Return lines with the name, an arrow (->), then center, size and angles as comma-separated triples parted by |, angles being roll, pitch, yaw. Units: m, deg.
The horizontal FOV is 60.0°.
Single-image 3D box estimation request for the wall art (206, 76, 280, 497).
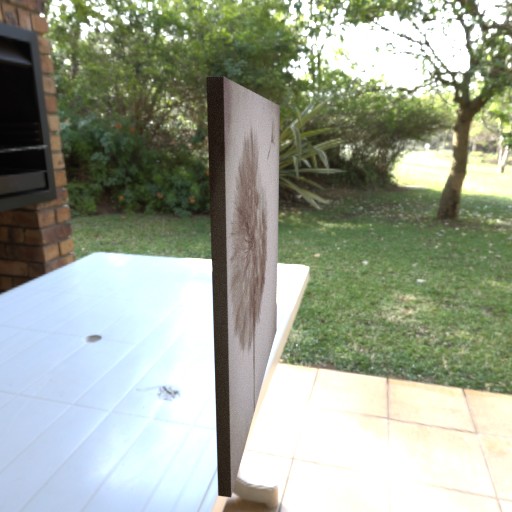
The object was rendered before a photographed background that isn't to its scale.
wall art -> 0.000, 0.000, 1.121 | 0.027, 0.762, 0.762 | 2, 16, 9
